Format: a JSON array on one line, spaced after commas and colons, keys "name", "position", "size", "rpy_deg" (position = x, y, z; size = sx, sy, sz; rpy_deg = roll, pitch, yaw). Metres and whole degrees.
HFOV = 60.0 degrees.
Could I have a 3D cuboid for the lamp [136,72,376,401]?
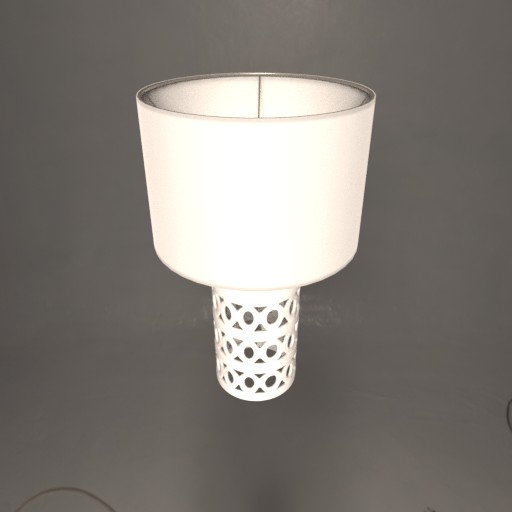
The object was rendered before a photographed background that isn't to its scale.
[{"name": "lamp", "position": [0.000, 0.000, 0.707], "size": [0.310, 0.502, 0.310], "rpy_deg": [0, 31, 0]}]
